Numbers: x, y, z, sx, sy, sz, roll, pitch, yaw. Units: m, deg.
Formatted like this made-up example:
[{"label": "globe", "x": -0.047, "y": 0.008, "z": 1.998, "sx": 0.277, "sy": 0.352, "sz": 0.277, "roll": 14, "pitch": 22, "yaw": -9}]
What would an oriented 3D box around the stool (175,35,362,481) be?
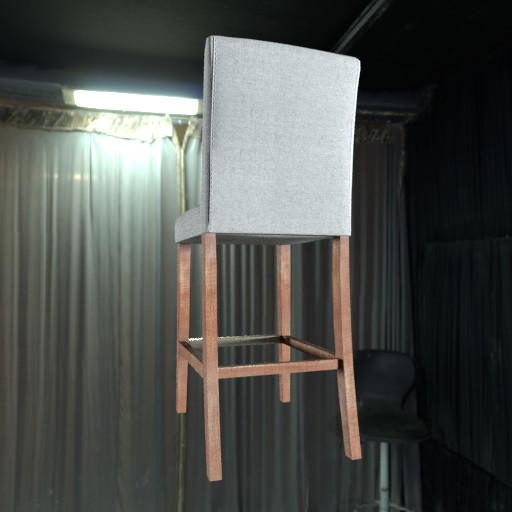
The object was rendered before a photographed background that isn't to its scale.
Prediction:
[{"label": "stool", "x": 0.000, "y": 0.000, "z": 1.386, "sx": 0.439, "sy": 1.088, "sz": 0.570, "roll": 0, "pitch": -1, "yaw": -18}]
